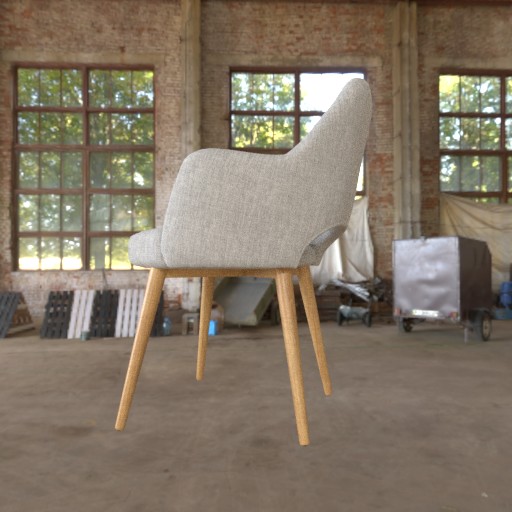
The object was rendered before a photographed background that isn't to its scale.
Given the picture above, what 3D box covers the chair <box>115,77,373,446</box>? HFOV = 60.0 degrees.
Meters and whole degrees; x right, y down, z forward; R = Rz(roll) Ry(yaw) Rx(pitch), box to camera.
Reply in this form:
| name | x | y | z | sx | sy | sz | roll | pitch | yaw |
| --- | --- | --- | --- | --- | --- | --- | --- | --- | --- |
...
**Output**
| name | x | y | z | sx | sy | sz | roll | pitch | yaw |
| --- | --- | --- | --- | --- | --- | --- | --- | --- | --- |
| chair | 0.000 | 0.000 | 1.205 | 0.610 | 0.840 | 0.590 | 0 | 0 | 17 |
